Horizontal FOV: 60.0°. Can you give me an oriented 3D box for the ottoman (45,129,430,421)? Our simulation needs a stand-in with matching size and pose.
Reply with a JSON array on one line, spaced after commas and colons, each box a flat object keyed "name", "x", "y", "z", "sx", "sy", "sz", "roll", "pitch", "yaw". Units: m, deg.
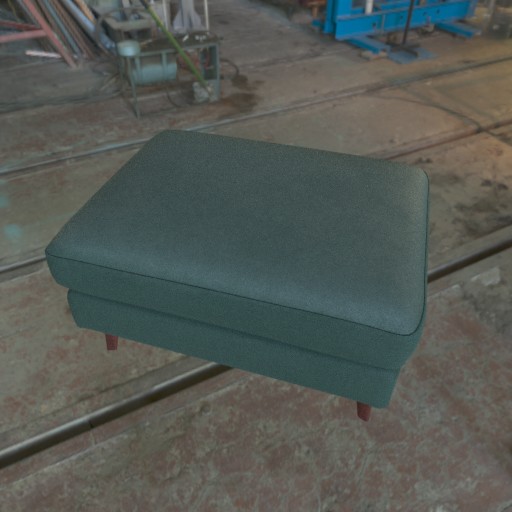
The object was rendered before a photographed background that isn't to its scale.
[{"name": "ottoman", "x": 0.000, "y": 0.000, "z": 1.165, "sx": 0.811, "sy": 0.449, "sz": 0.608, "roll": 12, "pitch": 43, "yaw": 13}]
